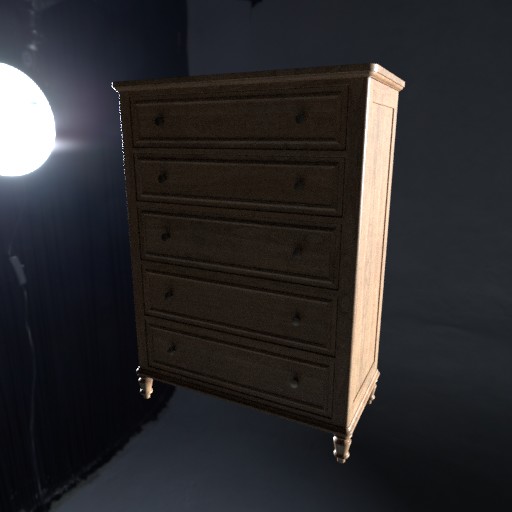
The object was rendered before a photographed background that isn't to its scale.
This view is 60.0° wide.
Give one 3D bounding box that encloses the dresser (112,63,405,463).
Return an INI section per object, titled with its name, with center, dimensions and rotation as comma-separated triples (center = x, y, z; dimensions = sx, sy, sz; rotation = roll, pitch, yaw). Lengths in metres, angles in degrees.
[dresser]
center = 0.000, 0.000, 1.792
dimensions = 0.973, 1.318, 0.484
rotation = 8, 17, 26
